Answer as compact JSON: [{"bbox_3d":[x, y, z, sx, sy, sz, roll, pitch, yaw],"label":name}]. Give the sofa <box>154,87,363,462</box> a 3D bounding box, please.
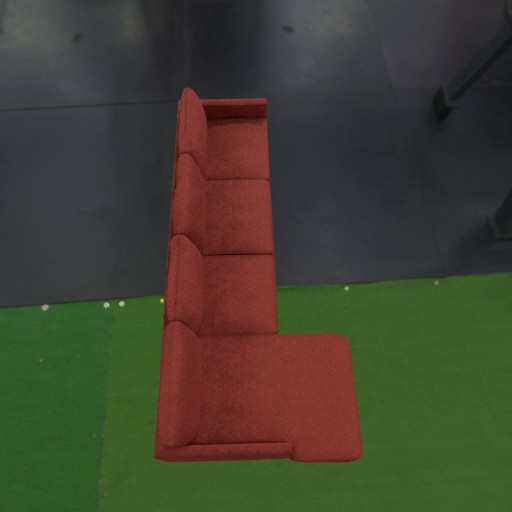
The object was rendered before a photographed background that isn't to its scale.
[{"bbox_3d":[0.000,0.000,4.003,1.500,0.967,3.400,-1,63,-1],"label":"sofa"}]
